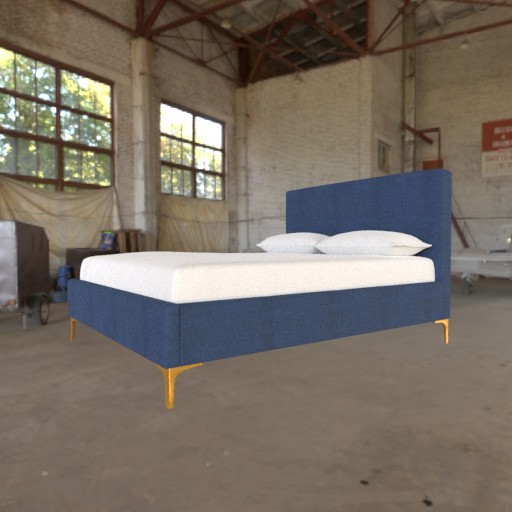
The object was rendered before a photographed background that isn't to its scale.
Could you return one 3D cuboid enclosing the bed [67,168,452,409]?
[{"bbox_3d":[0.000,0.000,3.172,2.172,1.231,1.723,-1,2,-36],"label":"bed"}]
